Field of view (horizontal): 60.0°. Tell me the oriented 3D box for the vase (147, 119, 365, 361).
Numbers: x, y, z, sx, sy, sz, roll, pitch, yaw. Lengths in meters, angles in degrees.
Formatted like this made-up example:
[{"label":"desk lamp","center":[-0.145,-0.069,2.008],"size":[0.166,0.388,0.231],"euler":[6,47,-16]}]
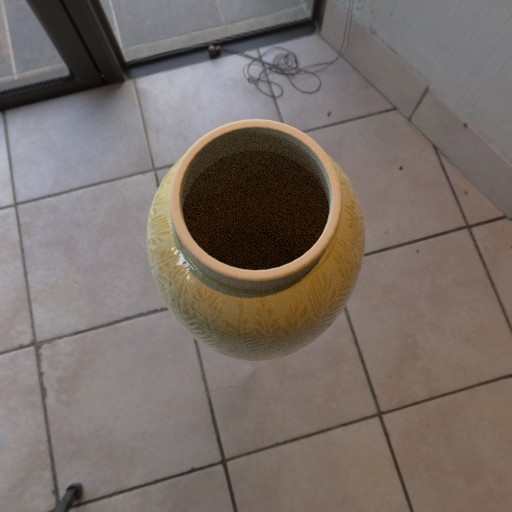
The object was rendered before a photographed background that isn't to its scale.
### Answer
[{"label":"vase","center":[0.000,0.000,0.376],"size":[0.172,0.270,0.172],"euler":[0,76,0]}]
